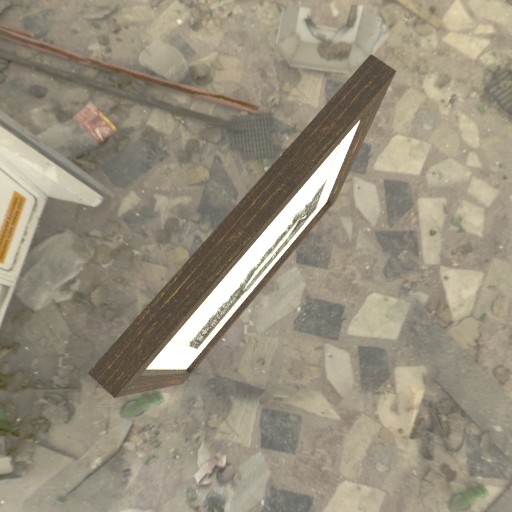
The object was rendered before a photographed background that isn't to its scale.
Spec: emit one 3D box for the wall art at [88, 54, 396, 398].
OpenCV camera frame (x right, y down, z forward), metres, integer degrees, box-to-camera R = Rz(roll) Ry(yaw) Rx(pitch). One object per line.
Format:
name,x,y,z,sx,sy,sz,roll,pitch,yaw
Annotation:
wall art,0.000,0.000,0.544,0.031,0.330,0.381,39,79,9
